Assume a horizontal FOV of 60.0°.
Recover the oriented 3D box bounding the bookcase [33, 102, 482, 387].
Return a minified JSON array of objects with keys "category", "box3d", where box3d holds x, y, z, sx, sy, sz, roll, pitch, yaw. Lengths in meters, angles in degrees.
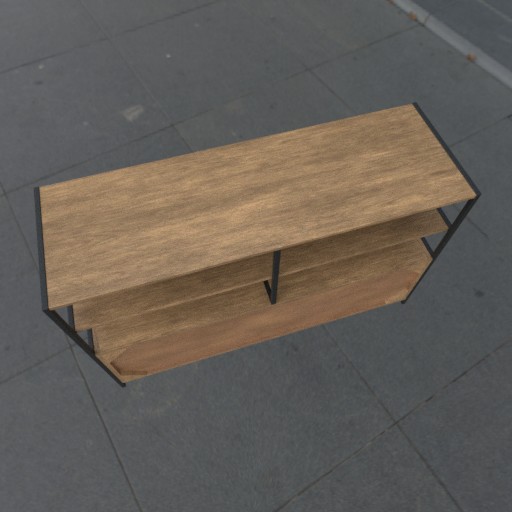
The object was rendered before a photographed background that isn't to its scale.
[{"category":"bookcase","box3d":[0.000,0.000,1.503,1.149,0.712,0.391,-15,61,-9]}]
